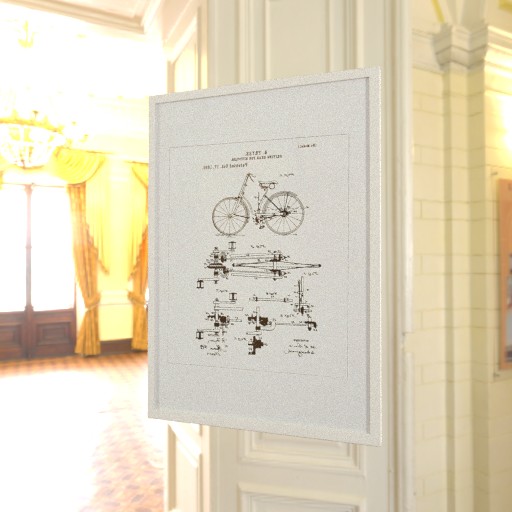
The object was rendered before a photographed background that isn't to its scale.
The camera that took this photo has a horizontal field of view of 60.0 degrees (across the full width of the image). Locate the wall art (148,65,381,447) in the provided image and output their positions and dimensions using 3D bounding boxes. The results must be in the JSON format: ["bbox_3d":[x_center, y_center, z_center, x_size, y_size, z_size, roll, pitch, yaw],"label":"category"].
[{"bbox_3d":[0.000,0.000,0.612,0.332,0.477,0.015,0,-1,18],"label":"wall art"}]
